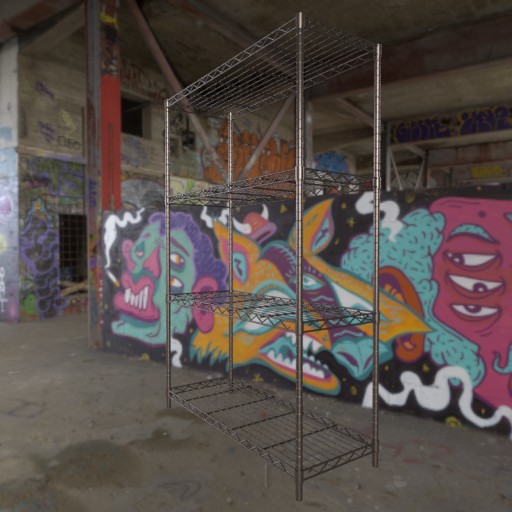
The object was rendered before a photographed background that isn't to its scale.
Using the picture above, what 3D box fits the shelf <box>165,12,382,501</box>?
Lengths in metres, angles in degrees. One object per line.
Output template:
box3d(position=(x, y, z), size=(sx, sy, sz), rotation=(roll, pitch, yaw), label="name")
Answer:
box3d(position=(0.000, 0.000, 1.696), size=(0.352, 1.361, 0.907), rotation=(-1, 1, -35), label="shelf")
